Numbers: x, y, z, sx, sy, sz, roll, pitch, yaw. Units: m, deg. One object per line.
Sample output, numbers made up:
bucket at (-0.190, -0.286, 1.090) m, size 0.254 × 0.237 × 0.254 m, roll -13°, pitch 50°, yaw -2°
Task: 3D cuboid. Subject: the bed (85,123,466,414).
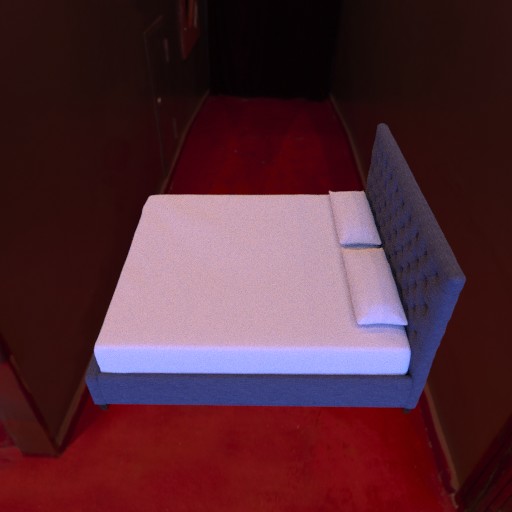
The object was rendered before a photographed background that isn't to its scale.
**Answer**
bed at (0.000, 0.000, 3.671) m, size 2.387 × 1.427 × 2.078 m, roll 0°, pitch 40°, yaw 0°
